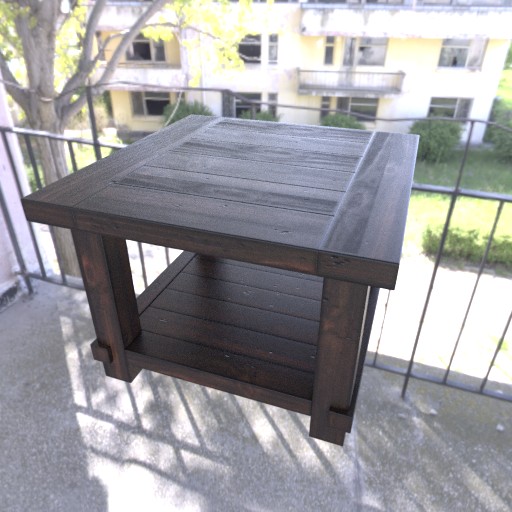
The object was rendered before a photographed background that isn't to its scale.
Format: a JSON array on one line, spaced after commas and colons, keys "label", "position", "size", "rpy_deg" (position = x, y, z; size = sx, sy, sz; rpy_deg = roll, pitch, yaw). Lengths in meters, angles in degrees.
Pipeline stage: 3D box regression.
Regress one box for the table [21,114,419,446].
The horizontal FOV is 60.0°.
[{"label": "table", "position": [0.000, 0.000, 0.985], "size": [0.593, 0.437, 0.606], "rpy_deg": [10, 32, 17]}]
